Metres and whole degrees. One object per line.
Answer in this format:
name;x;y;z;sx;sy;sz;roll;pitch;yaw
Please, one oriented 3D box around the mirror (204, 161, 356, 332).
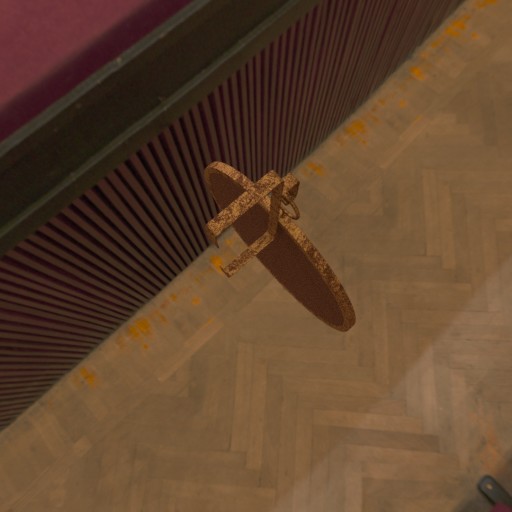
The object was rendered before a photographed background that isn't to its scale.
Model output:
mirror;0.000;0.000;0.838;0.144;0.651;0.447;-41;80;-9
